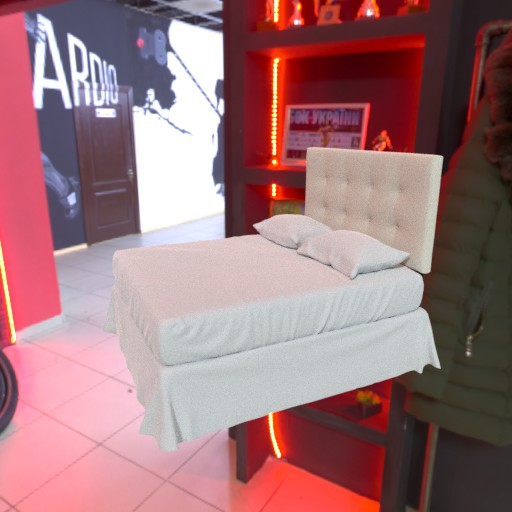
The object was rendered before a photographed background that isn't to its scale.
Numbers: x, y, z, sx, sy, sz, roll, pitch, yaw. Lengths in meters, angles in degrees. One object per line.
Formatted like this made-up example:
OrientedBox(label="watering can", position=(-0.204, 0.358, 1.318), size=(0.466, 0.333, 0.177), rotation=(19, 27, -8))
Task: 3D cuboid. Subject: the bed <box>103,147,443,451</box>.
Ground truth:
OrientedBox(label="bed", position=(0.000, 0.000, 3.476), size=(2.222, 1.577, 1.936), rotation=(-8, 18, -25))
